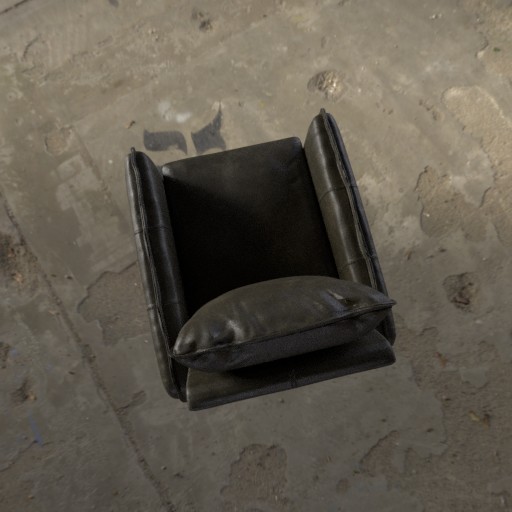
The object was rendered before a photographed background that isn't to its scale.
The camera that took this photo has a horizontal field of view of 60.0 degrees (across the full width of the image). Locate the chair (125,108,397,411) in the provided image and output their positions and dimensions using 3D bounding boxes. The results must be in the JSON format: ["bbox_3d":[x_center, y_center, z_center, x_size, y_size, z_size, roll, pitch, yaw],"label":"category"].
[{"bbox_3d":[0.000,0.000,1.618,0.830,0.921,0.921,-12,76,-3],"label":"chair"}]
